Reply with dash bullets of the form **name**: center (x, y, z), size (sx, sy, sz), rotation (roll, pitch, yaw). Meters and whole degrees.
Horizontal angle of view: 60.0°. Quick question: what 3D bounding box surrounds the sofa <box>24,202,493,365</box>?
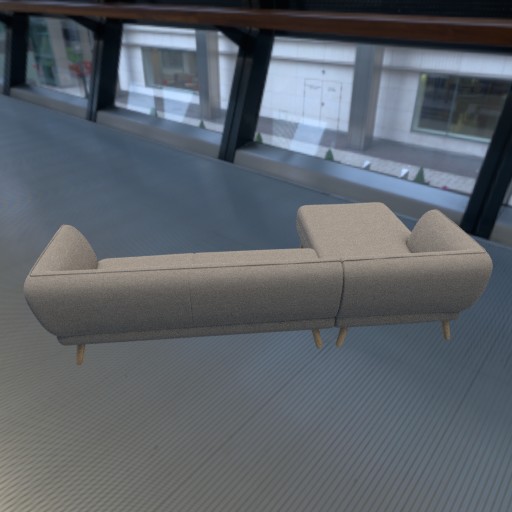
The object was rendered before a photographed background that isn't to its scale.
- **sofa**: center (0.000, 0.000, 3.245), size (2.653, 0.693, 1.532), rotation (-3, 30, -5)
